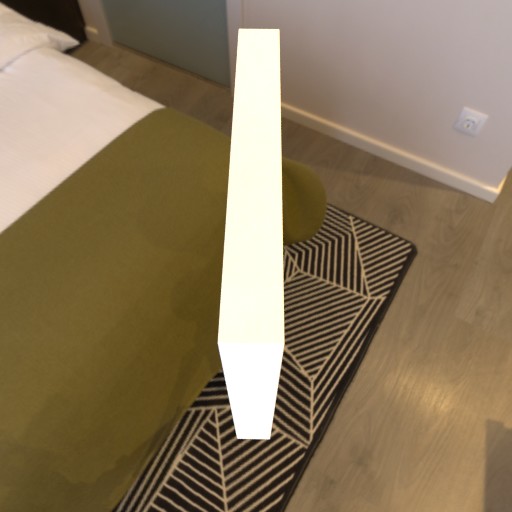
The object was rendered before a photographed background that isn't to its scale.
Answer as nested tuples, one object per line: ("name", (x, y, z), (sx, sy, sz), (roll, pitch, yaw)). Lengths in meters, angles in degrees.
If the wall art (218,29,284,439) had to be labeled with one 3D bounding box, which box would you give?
("wall art", (0.000, 0.000, 0.459), (0.038, 0.305, 0.305), (1, 58, 1))
